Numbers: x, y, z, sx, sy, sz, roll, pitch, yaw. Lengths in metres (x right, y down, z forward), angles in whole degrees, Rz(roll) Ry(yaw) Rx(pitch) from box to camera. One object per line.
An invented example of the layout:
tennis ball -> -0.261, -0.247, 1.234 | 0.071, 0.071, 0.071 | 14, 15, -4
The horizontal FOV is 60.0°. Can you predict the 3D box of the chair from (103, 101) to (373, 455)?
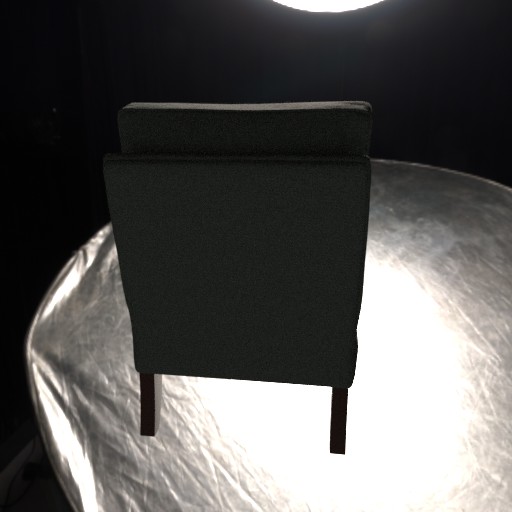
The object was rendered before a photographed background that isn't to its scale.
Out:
chair -> 0.000, 0.000, 1.406 | 0.624, 0.901, 0.796 | 2, 16, 8
